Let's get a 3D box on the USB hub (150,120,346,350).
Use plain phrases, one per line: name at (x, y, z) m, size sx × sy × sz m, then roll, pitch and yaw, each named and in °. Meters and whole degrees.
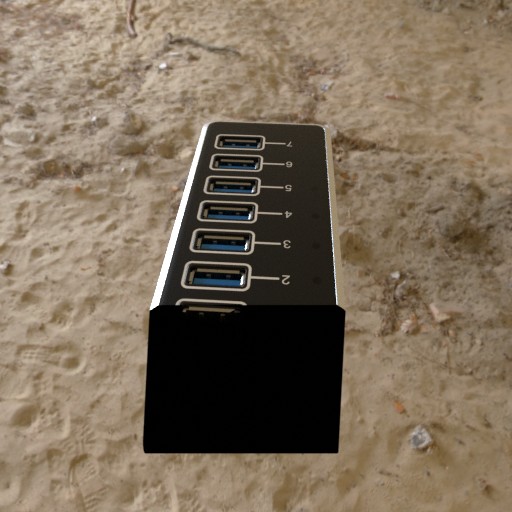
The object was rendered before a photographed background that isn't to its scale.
USB hub at (0.000, 0.000, 0.126) m, size 0.044 × 0.023 × 0.110 m, roll 3°, pitch 47°, yaw 3°
